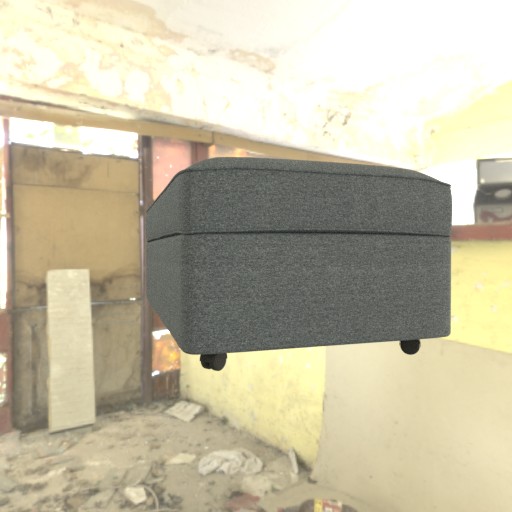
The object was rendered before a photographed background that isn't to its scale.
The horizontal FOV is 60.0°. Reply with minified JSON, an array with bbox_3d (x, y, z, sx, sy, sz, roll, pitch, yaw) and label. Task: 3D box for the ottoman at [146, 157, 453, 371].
[{"bbox_3d":[0.000,0.000,1.546,0.681,0.494,1.173,0,1,-18],"label":"ottoman"}]
